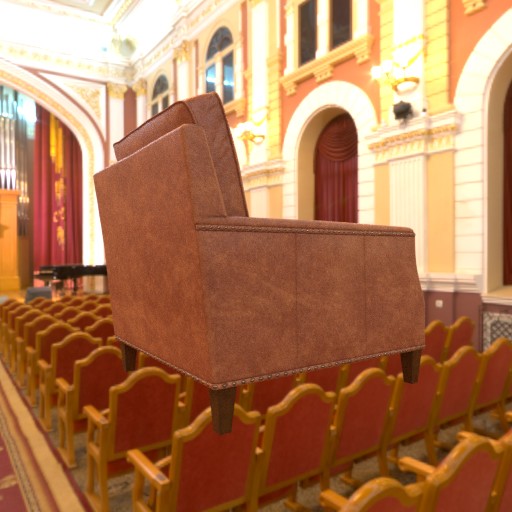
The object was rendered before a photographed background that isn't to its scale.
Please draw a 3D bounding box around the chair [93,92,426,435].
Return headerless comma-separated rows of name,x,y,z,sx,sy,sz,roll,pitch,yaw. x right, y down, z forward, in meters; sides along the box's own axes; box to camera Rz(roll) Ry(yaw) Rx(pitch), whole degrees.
chair,0.000,0.000,1.721,1.014,0.943,0.853,0,0,-35
